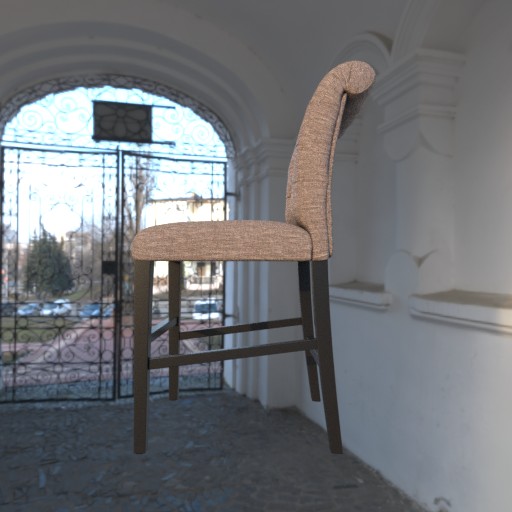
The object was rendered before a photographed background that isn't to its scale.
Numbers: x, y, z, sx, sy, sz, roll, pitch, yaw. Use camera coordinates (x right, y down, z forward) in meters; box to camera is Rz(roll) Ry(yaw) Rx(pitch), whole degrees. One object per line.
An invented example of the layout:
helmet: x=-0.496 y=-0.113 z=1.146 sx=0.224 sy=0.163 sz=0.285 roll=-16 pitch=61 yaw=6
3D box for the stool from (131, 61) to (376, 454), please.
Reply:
stool: x=0.000 y=0.000 z=1.297 sx=0.611 sy=0.970 sz=0.457 roll=0 pitch=-1 yaw=1
